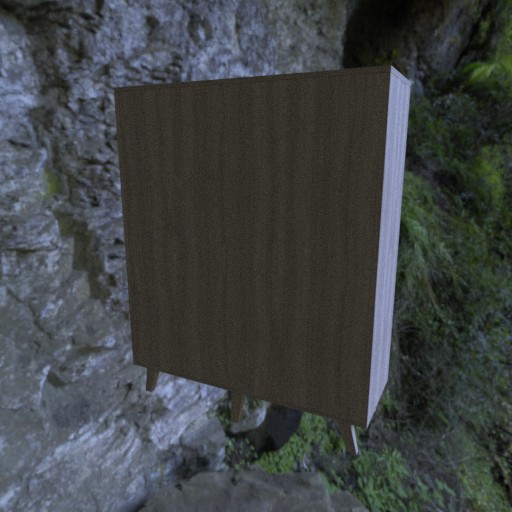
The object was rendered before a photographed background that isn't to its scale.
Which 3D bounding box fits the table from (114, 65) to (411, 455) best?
[{"bbox_3d":[0.000,0.000,1.911,1.111,1.388,0.398,7,15,26],"label":"table"}]
